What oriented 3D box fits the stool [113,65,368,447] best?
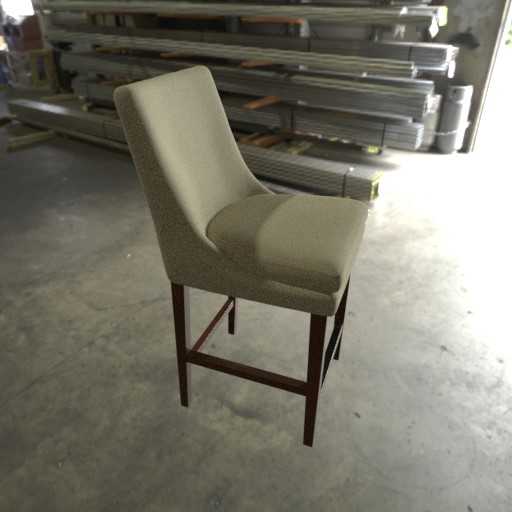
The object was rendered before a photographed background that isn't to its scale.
[{"bbox_3d":[0.000,0.000,1.312,0.577,0.981,0.470,11,32,18],"label":"stool"}]
